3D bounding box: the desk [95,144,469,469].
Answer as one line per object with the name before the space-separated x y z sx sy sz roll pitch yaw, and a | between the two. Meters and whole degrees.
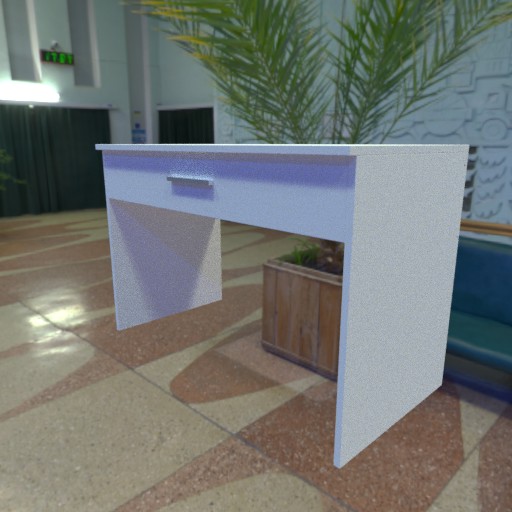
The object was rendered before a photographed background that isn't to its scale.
desk | 0.000 0.000 1.497 0.560 0.730 1.100 -13 19 -42
